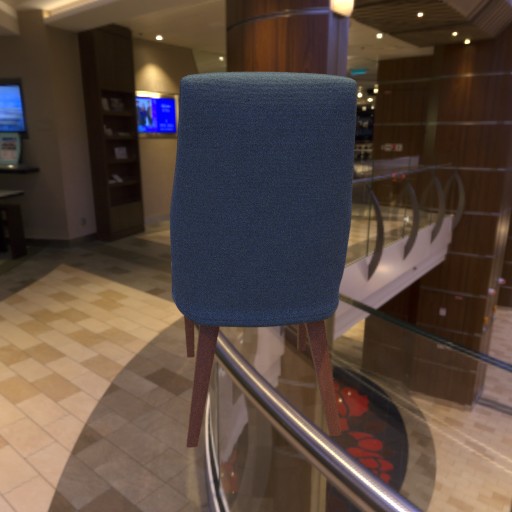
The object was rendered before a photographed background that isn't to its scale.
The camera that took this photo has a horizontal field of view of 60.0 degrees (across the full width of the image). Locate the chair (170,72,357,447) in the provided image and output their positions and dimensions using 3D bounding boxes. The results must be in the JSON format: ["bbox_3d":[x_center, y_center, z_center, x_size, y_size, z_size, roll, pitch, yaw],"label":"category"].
[{"bbox_3d":[0.000,0.000,1.292,0.500,0.930,0.620,-2,15,-7],"label":"chair"}]
